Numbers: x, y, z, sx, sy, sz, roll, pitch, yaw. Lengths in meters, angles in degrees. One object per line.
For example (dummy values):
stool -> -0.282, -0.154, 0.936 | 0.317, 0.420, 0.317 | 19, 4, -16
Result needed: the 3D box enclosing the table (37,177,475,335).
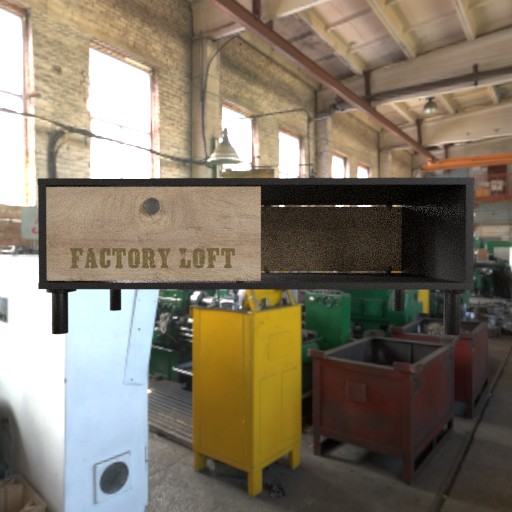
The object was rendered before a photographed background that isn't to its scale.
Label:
table -> 0.000, 0.000, 1.380 | 1.100, 0.400, 0.550 | 0, 1, 1
